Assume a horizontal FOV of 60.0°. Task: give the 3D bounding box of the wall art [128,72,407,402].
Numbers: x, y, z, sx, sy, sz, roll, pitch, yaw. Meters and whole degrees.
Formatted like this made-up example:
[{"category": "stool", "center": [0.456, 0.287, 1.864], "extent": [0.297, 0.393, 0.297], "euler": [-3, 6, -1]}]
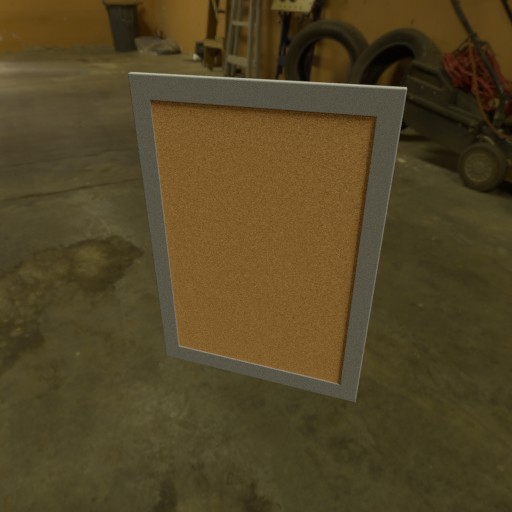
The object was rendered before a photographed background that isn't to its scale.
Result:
[{"category": "wall art", "center": [0.000, 0.000, 0.706], "extent": [0.374, 0.529, 0.012], "euler": [10, 32, 16]}]
